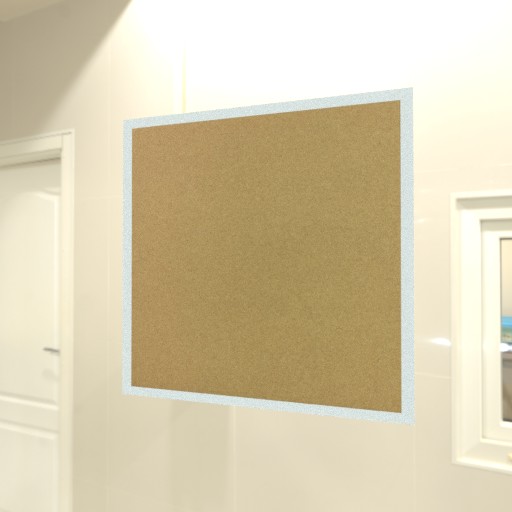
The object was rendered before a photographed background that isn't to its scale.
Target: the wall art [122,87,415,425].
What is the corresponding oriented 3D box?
[{"bbox_3d":[0.000,0.000,0.458,0.307,0.307,0.020,0,-1,18],"label":"wall art"}]
